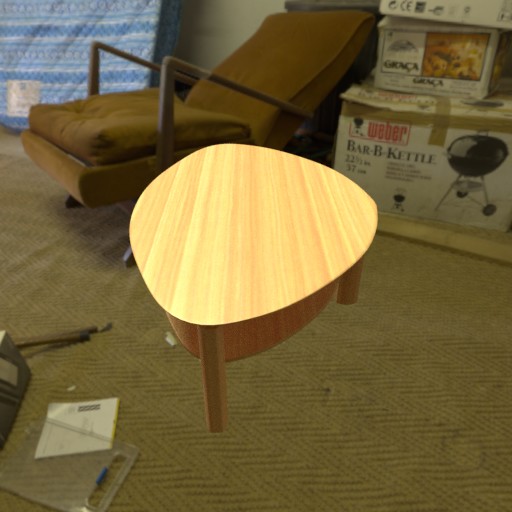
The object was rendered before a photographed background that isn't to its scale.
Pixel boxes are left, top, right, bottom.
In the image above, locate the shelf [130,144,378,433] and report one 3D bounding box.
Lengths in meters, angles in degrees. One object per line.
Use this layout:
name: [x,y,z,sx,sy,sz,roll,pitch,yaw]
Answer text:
shelf: [0.000,0.000,1.681,0.845,0.440,1.246,0,34,-1]
